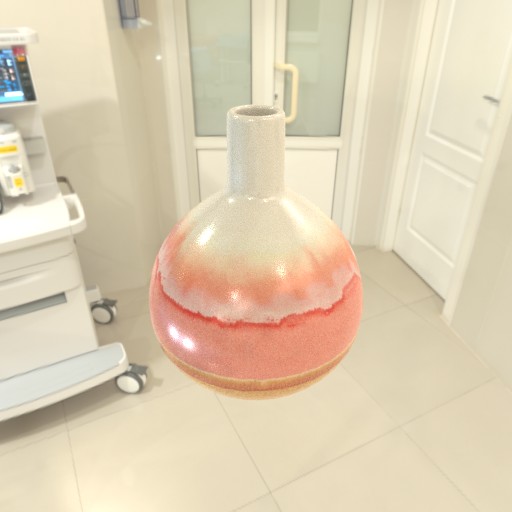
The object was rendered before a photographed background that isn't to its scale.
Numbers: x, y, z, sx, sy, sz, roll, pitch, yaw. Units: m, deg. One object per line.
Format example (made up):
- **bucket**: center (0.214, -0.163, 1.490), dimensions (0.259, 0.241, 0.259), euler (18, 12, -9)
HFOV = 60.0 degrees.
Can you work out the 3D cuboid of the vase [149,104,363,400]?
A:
- **vase**: center (0.000, 0.000, 0.275), dimensions (0.137, 0.176, 0.137), euler (0, 31, 0)
